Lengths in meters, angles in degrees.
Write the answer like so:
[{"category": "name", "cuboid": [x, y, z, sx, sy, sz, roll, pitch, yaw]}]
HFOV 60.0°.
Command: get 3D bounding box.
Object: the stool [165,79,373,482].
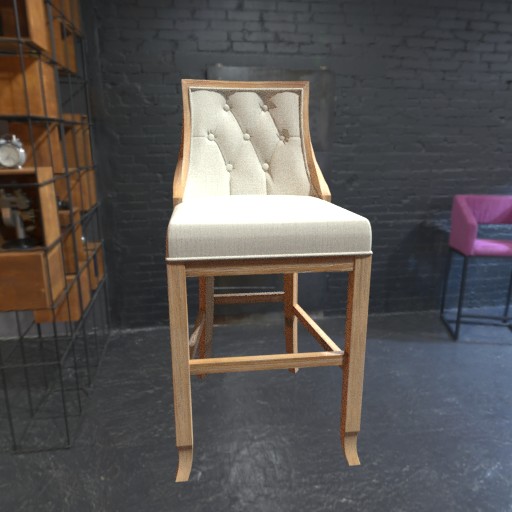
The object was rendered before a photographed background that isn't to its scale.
[{"category": "stool", "cuboid": [0.000, 0.000, 1.401, 0.524, 1.101, 0.626, -2, 15, -7]}]
